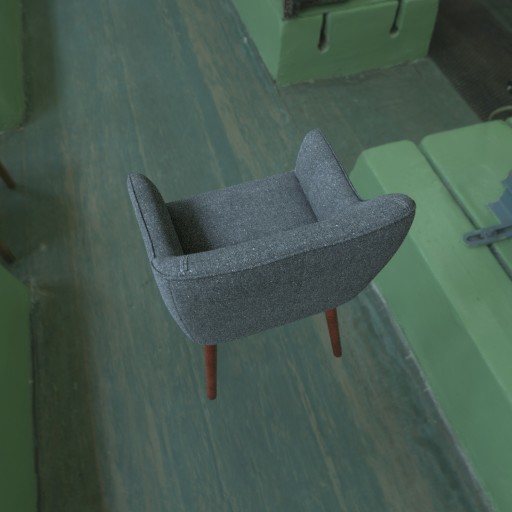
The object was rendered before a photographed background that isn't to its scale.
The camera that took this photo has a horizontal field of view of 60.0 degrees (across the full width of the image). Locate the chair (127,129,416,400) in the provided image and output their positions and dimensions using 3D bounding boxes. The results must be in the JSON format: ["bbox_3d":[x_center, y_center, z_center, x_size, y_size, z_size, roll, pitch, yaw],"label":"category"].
[{"bbox_3d":[0.000,0.000,1.182,0.543,0.803,0.519,-16,59,-10],"label":"chair"}]
